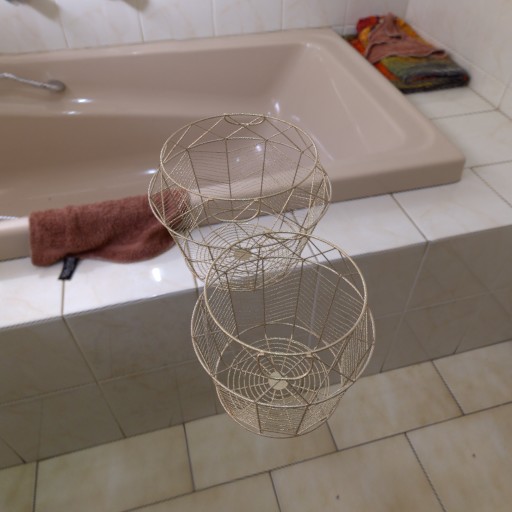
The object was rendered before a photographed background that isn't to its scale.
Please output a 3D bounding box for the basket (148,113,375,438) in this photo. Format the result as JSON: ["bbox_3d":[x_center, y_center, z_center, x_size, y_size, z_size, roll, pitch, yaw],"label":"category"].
[{"bbox_3d":[0.000,0.000,1.030,0.451,0.343,0.805,-9,46,-9],"label":"basket"}]
